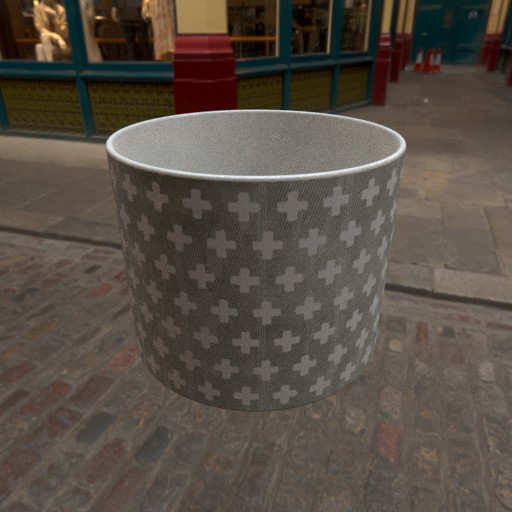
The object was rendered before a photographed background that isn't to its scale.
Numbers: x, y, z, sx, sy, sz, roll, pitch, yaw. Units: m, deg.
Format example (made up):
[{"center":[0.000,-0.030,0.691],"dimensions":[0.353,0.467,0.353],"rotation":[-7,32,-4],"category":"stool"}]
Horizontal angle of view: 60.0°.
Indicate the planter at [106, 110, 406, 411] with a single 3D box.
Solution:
[{"center":[0.000,0.000,0.439],"dimensions":[0.250,0.239,0.250],"rotation":[0,27,0],"category":"planter"}]
